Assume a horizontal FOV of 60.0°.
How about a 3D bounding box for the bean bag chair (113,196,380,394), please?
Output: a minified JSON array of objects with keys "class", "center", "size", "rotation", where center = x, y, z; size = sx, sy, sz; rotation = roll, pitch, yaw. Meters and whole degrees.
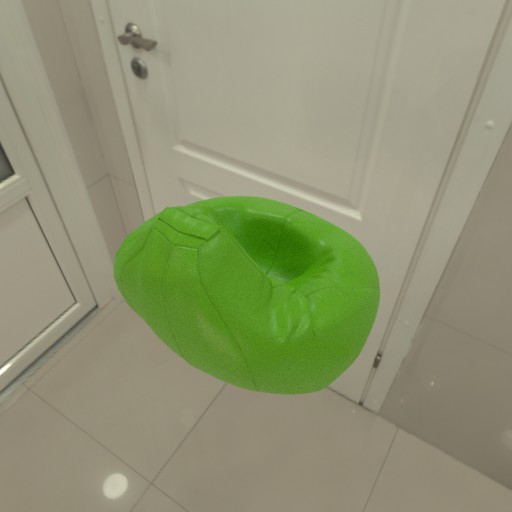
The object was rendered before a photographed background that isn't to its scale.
[{"class":"bean bag chair","center":[0.000,0.000,1.879],"size":[1.070,0.990,1.070],"rotation":[25,51,22]}]
